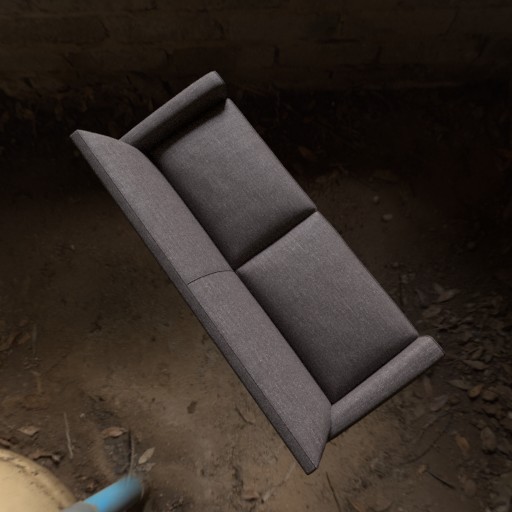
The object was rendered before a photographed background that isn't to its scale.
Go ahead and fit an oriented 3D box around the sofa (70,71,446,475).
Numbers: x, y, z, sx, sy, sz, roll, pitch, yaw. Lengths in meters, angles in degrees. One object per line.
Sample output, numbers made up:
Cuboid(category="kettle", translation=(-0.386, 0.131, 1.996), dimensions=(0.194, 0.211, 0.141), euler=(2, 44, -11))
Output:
Cuboid(category="sofa", translation=(0.000, 0.000, 2.448), dimensions=(0.875, 0.846, 1.976), euler=(-36, 79, -8))
